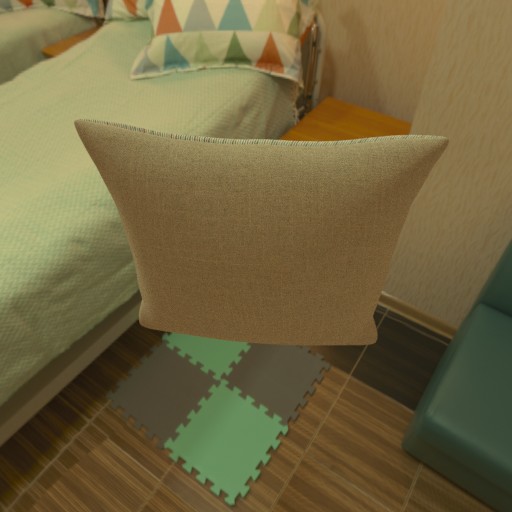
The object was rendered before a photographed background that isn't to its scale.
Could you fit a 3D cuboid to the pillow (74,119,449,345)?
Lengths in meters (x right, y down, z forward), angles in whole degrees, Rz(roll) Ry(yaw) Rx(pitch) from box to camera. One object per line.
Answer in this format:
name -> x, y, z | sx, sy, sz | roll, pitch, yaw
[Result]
pillow -> 0.000, 0.000, 0.776 | 0.512, 0.506, 0.178 | 4, 47, 4
